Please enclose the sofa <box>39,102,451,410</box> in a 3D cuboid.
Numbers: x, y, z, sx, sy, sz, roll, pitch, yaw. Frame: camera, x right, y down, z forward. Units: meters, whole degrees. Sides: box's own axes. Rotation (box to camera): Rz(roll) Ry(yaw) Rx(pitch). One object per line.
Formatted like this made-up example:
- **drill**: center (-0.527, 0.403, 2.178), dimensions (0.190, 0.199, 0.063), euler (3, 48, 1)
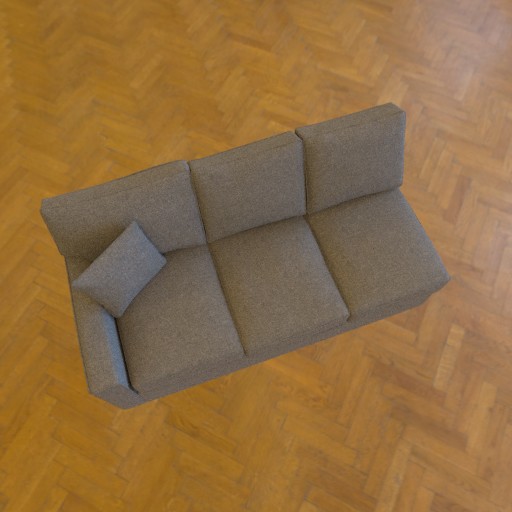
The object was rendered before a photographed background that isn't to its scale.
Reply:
- **sofa**: center (0.000, 0.000, 2.501), dimensions (1.963, 0.946, 1.034), euler (-18, 65, -8)
